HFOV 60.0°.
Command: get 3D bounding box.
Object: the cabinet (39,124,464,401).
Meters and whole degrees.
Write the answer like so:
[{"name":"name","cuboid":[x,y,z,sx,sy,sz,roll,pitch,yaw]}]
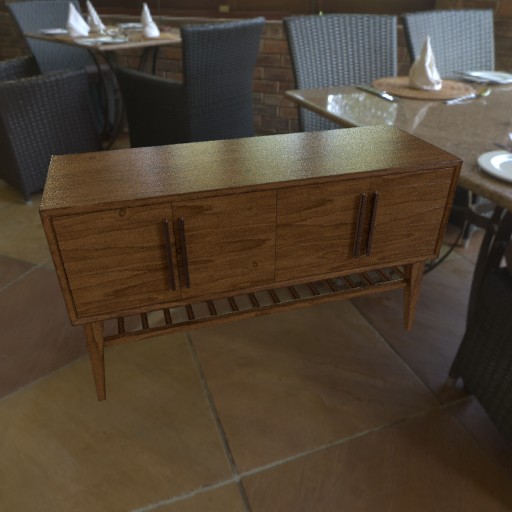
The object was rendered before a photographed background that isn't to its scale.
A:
[{"name":"cabinet","cuboid":[0.000,0.000,1.757,1.363,0.802,0.477,-9,33,-15]}]
